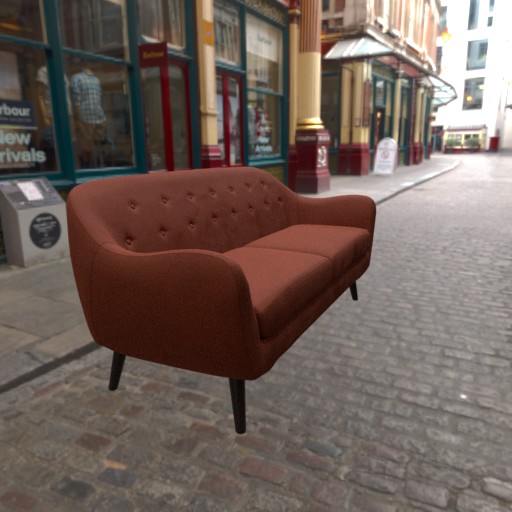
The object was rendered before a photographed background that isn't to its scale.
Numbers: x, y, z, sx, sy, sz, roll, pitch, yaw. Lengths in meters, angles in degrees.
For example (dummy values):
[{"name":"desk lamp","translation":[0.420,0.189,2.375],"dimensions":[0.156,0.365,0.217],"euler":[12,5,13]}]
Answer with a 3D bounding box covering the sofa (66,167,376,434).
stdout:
[{"name":"sofa","translation":[0.000,0.000,2.229],"dimensions":[0.820,0.836,1.840],"euler":[7,15,26]}]
